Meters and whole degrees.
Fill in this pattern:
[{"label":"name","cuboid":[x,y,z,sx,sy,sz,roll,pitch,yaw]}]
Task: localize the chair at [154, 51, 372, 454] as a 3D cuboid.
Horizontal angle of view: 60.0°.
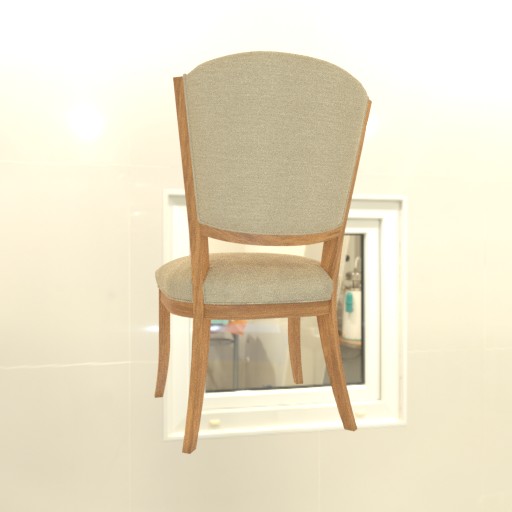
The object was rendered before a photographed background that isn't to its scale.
[{"label":"chair","cuboid":[0.000,0.000,1.242,0.513,0.905,0.584,0,0,-18]}]
